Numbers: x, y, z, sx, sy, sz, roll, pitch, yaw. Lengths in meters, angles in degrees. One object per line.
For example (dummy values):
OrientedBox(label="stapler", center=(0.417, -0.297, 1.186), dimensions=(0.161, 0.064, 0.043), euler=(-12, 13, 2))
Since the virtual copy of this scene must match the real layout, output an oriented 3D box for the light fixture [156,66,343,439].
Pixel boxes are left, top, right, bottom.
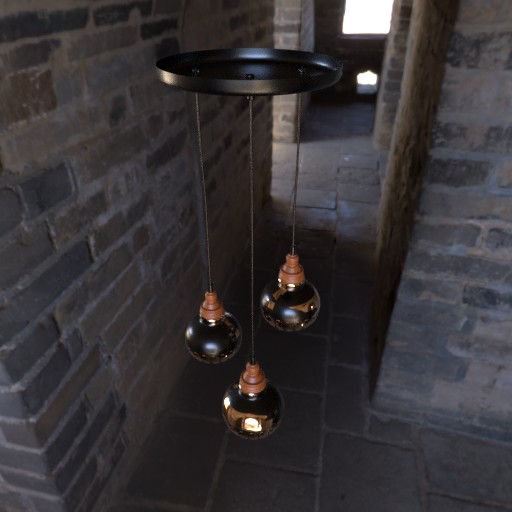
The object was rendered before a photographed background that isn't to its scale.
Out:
OrientedBox(label="light fixture", center=(0.000, 0.000, 1.728), dimensions=(0.605, 1.410, 0.608), euler=(-21, 38, -30))
